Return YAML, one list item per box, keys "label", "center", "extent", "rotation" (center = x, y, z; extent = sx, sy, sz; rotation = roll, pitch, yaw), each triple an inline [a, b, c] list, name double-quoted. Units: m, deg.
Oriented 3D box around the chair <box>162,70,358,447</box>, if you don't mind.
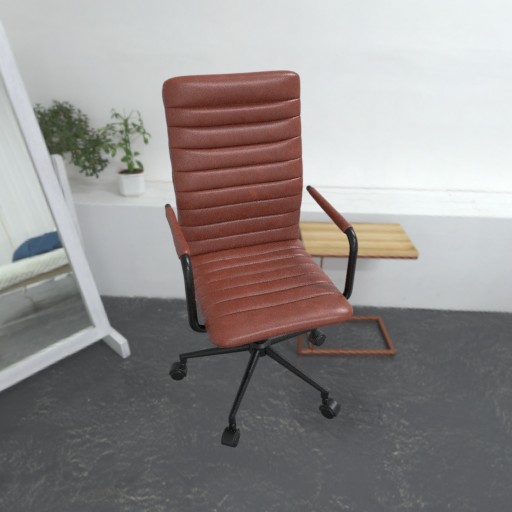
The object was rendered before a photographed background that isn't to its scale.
- label: "chair"
  center: [0.000, 0.000, 1.349]
  extent: [0.608, 0.979, 0.580]
  rotation: [-10, 33, -15]
